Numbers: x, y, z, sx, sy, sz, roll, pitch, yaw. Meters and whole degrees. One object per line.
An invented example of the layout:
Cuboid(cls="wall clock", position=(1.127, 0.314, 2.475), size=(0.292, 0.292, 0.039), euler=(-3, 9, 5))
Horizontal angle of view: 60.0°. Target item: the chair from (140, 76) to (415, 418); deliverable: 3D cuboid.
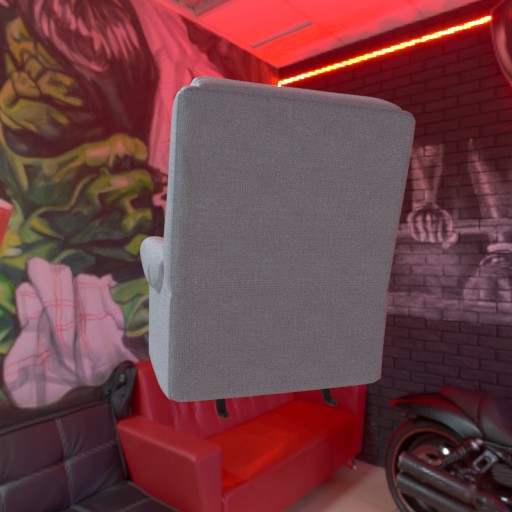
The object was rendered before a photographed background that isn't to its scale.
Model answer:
Cuboid(cls="chair", position=(0.000, 0.000, 1.748), size=(0.838, 1.054, 1.014), euler=(0, 0, -18))
